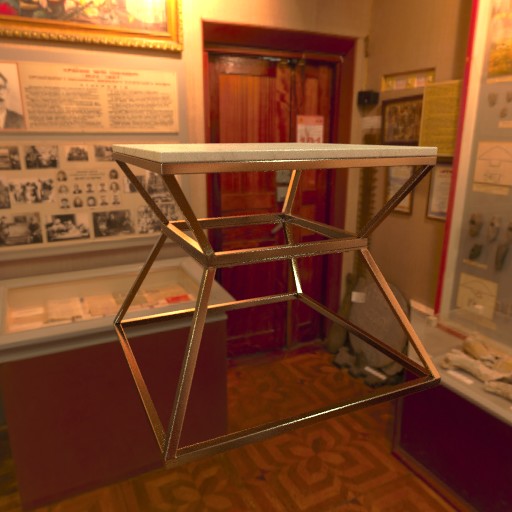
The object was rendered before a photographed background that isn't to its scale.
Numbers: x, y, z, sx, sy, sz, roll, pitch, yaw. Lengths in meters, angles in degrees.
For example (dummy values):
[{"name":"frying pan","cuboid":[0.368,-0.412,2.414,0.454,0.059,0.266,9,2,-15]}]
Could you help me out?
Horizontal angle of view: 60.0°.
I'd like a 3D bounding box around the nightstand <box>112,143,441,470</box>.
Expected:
[{"name":"nightstand","cuboid":[0.000,0.000,0.883,0.513,0.426,0.514,-7,17,-24]}]
